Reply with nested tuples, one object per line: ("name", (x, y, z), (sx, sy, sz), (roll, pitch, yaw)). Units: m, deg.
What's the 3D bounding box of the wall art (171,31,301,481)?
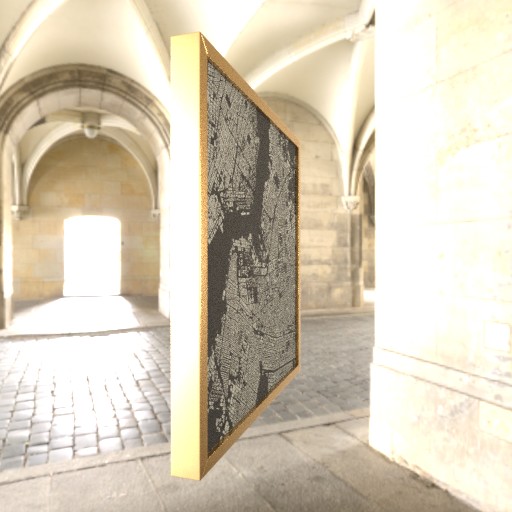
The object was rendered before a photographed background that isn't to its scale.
("wall art", (0.000, 0.000, 0.448), (0.023, 0.305, 0.305), (0, 0, 19))
